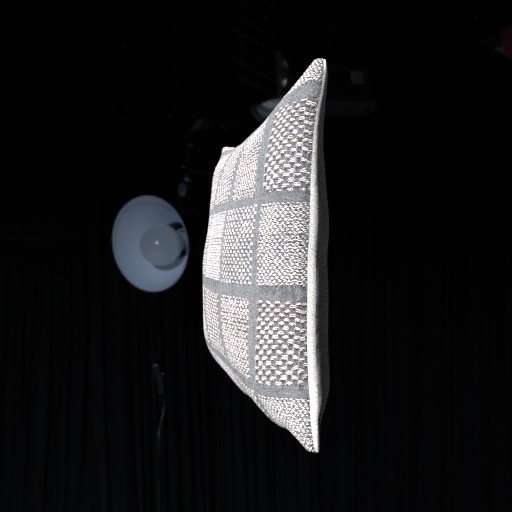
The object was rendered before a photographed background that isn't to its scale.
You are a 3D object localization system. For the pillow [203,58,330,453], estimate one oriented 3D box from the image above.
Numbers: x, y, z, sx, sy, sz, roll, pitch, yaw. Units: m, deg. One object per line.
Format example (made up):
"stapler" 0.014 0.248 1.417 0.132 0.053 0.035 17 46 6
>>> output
"pillow" 0.000 0.000 0.682 0.138 0.432 0.435 0 0 -18
